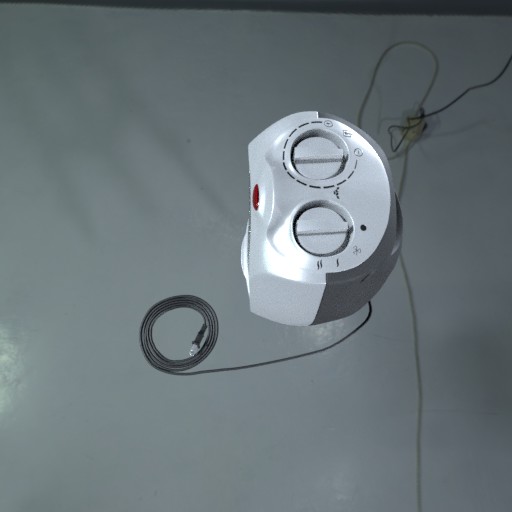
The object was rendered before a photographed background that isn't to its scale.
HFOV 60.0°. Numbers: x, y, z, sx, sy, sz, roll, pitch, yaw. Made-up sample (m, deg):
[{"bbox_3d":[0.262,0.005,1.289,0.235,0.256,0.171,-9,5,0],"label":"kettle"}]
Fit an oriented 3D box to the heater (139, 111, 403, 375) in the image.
[{"bbox_3d":[0.000,0.000,0.455,0.291,0.240,0.239,-1,76,0],"label":"heater"}]
